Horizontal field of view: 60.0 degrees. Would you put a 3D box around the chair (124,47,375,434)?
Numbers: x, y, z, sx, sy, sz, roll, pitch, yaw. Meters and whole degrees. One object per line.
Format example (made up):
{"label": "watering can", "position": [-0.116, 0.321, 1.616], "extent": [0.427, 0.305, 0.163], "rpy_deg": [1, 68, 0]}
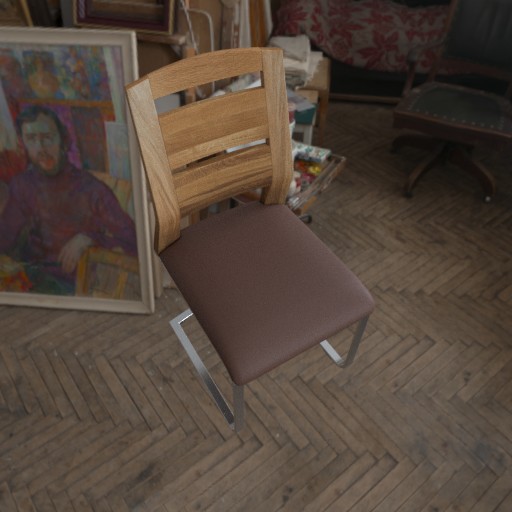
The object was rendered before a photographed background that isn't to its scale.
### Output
{"label": "chair", "position": [0.000, 0.000, 1.268], "extent": [0.460, 0.970, 0.570], "rpy_deg": [-24, 51, -21]}
